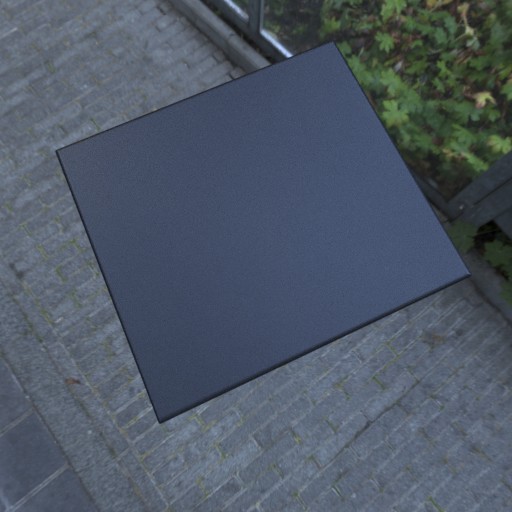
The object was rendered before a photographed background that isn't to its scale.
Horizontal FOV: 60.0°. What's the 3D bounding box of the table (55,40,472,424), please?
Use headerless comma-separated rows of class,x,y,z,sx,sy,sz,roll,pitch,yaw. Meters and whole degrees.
table,0.000,0.000,0.936,0.488,0.565,0.442,-24,77,-6
